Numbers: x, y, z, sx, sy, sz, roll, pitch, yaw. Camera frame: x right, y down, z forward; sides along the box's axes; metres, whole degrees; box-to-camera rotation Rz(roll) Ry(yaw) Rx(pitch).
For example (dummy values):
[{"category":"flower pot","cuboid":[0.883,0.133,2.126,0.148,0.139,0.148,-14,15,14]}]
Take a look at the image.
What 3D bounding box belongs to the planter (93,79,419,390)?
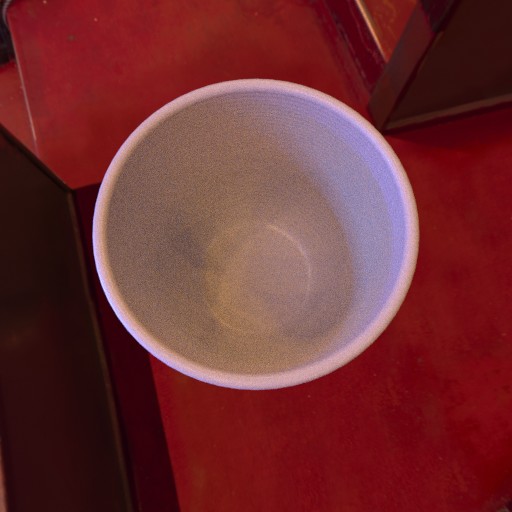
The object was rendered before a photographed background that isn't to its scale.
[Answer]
[{"category":"planter","cuboid":[0.000,0.000,0.302,0.170,0.152,0.170,0,75,0]}]
